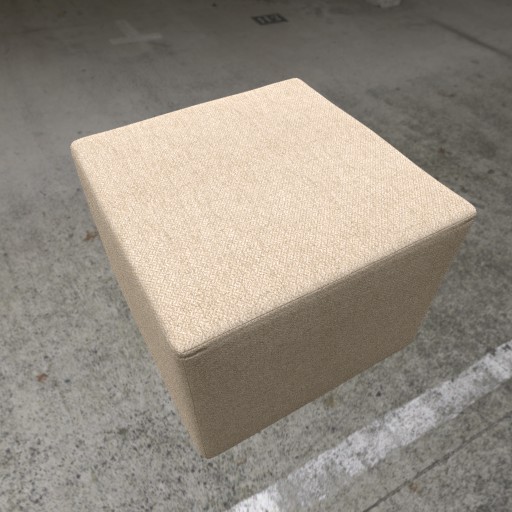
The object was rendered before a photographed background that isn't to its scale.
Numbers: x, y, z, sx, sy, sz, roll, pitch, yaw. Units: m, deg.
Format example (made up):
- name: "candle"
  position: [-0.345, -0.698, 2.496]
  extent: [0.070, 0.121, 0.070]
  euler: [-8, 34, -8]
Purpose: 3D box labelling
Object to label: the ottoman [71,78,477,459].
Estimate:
- name: "ottoman"
  position: [0.000, 0.000, 0.871]
  extent: [0.508, 0.432, 0.508]
  euler: [-23, 52, -20]
